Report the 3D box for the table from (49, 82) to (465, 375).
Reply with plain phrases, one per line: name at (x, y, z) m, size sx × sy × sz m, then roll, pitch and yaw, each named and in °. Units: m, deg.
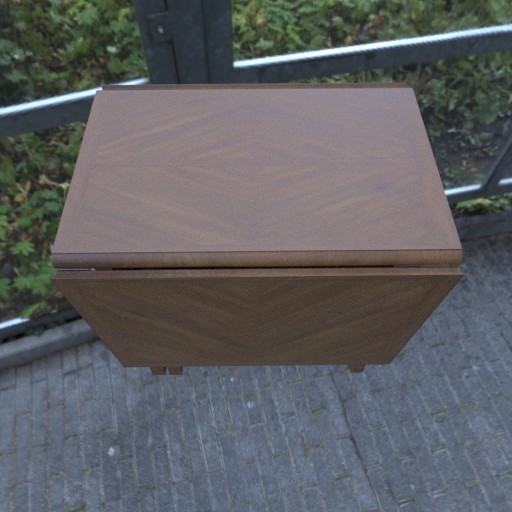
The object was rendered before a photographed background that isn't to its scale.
table at (0.000, 0.000, 1.614) m, size 0.967 × 0.981 × 0.701 m, roll -1°, pitch 58°, yaw 0°
